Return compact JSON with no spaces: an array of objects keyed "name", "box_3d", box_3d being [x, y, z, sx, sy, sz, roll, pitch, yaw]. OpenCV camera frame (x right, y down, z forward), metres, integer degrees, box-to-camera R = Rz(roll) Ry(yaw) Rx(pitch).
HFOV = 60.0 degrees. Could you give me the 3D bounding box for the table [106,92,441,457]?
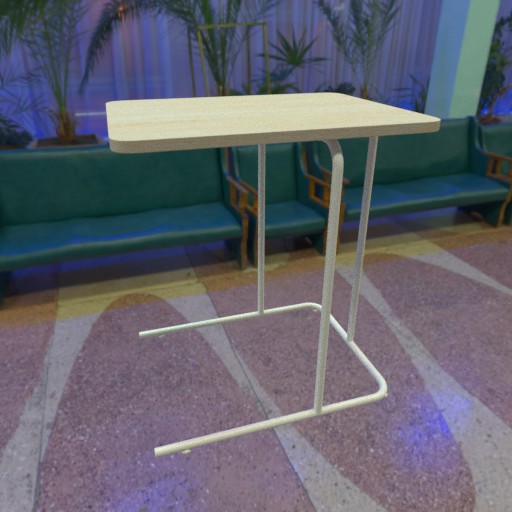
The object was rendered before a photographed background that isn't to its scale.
[{"name":"table","box_3d":[0.000,0.000,0.868,0.480,0.550,0.370,-8,28,-16]}]
